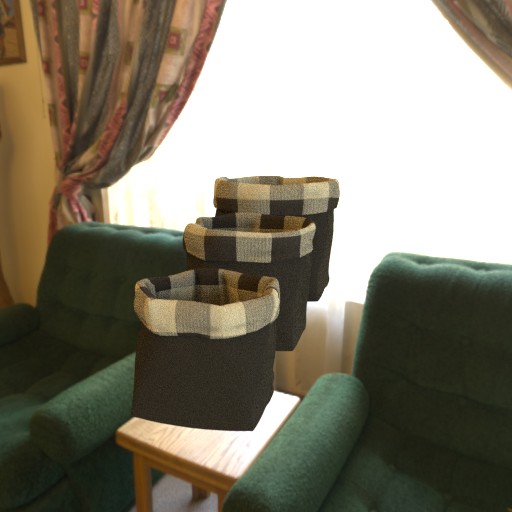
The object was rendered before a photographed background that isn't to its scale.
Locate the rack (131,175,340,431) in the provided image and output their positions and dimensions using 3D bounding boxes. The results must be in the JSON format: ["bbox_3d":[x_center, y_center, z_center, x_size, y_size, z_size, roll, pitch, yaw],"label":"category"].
[{"bbox_3d":[0.000,0.000,1.056,0.370,0.329,0.889,3,15,11],"label":"rack"}]
